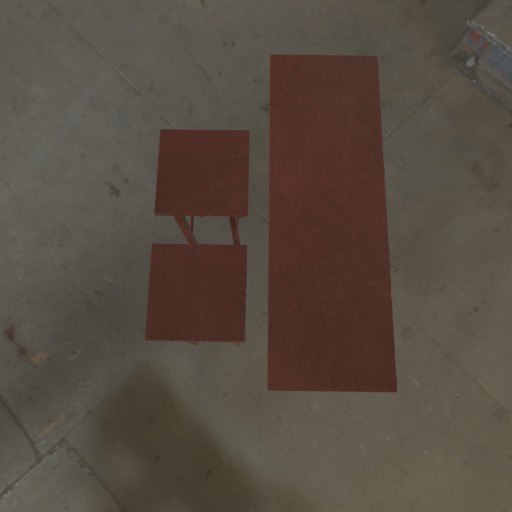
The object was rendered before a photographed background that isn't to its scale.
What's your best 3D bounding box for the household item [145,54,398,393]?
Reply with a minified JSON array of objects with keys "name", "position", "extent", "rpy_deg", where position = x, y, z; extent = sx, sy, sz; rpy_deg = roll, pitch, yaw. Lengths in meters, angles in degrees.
[{"name":"household item","position":[0.000,0.000,1.664],"extent":[0.676,1.067,0.914],"rpy_deg":[1,76,0]}]
